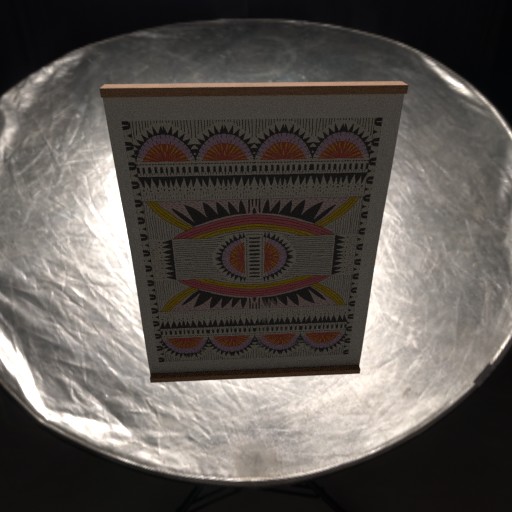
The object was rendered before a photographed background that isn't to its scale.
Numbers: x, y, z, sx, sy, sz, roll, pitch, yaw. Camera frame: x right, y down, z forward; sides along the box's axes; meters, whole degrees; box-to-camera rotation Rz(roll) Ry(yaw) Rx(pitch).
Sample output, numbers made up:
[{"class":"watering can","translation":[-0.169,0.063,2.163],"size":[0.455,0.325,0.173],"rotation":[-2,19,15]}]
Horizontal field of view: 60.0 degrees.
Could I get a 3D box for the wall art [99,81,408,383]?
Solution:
[{"class":"wall art","translation":[0.000,0.000,0.720],"size":[0.403,0.527,0.028],"rotation":[-2,31,-3]}]
